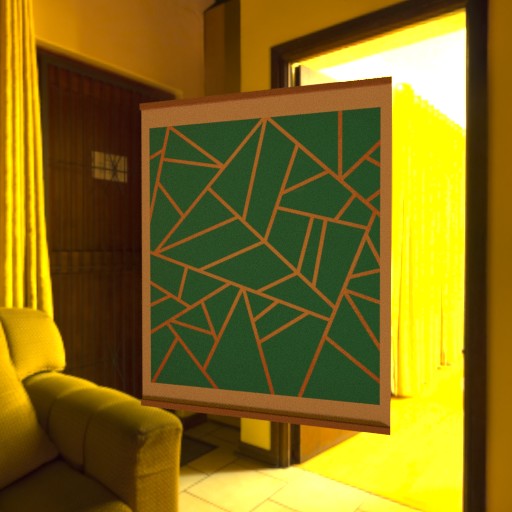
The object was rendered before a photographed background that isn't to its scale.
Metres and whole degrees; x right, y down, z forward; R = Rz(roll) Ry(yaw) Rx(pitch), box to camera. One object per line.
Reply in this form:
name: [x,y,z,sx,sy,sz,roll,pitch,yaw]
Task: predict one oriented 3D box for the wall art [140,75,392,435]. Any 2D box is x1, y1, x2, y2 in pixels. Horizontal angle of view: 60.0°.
wall art: [0.000,0.000,0.692,0.405,0.508,0.012,0,1,17]
